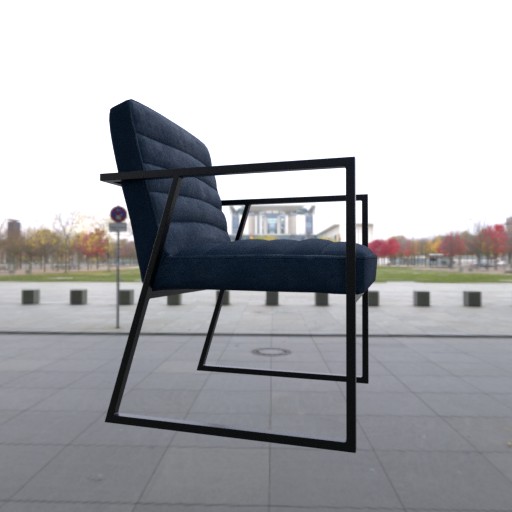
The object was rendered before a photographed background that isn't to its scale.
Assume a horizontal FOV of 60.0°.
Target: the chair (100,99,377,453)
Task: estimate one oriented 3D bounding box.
[{"bbox_3d":[0.000,0.000,1.292,0.677,0.833,0.571,0,-1,17],"label":"chair"}]
